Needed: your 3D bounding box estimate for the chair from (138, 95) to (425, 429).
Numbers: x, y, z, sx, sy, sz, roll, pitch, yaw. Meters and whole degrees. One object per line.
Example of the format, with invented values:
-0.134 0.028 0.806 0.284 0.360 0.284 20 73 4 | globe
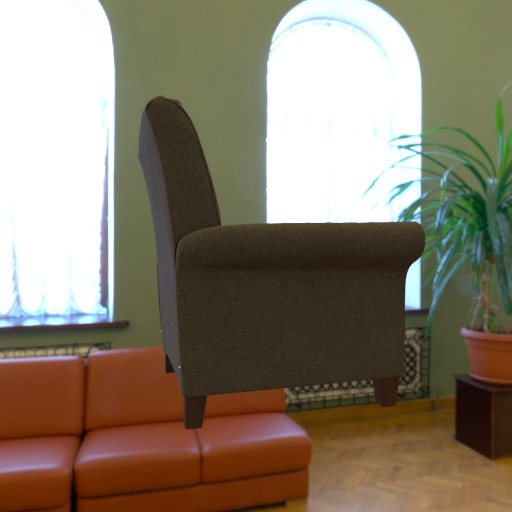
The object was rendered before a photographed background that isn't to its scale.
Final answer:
0.000 0.000 1.792 0.905 1.061 0.978 0 0 -17 | chair
